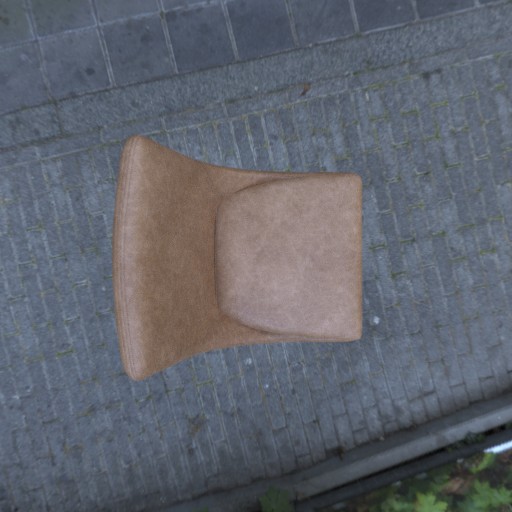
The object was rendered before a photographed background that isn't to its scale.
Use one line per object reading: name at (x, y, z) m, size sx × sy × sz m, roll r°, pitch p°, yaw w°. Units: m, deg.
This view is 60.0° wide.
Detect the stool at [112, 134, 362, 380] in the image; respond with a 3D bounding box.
stool at (0.000, 0.000, 1.360) m, size 0.572 × 1.079 × 0.487 m, roll 0°, pitch 90°, yaw -1°
